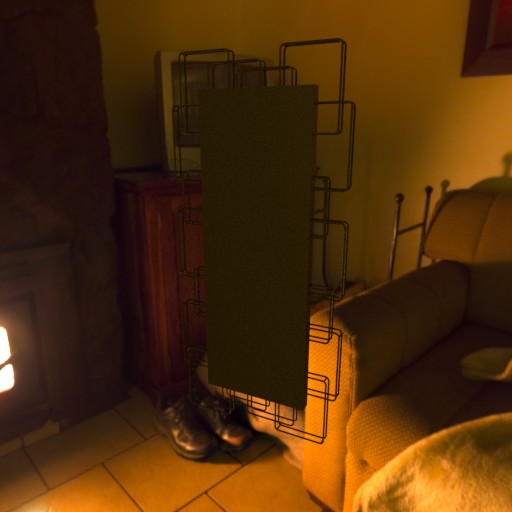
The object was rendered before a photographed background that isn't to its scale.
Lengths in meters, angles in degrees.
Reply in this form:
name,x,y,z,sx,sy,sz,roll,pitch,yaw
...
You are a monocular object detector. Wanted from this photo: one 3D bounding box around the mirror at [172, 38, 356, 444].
name,x,y,z,sx,sy,sz,roll,pitch,yaw
mirror,0.000,0.000,1.377,0.565,1.192,0.037,8,18,25
